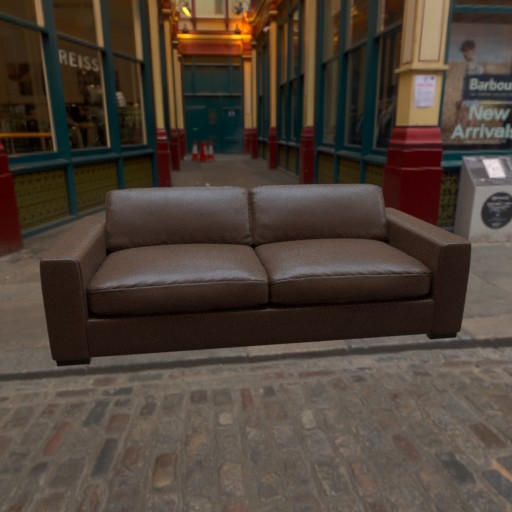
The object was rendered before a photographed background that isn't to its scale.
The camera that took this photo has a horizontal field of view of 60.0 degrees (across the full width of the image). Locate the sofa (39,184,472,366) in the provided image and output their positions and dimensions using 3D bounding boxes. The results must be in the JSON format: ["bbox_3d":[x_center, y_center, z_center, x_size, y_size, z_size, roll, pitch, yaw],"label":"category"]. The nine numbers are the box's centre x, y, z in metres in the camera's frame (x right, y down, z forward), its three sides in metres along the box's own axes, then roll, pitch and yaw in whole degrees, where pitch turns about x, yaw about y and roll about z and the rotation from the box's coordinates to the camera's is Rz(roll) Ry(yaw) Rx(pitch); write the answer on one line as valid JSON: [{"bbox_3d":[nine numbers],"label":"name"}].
[{"bbox_3d":[0.000,0.000,2.788,2.262,0.801,1.070,-2,17,-8],"label":"sofa"}]
